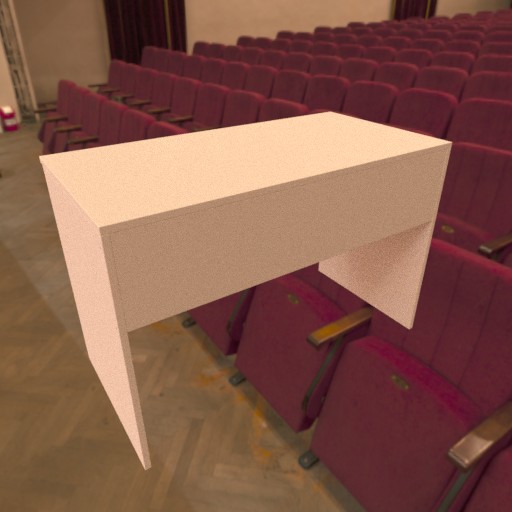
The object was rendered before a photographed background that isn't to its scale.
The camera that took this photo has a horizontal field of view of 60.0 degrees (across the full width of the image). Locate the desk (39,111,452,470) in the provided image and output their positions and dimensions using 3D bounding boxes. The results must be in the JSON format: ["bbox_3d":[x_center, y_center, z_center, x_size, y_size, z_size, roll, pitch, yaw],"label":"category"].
[{"bbox_3d":[0.000,0.000,1.495,1.100,0.730,0.560,-18,34,-29],"label":"desk"}]
